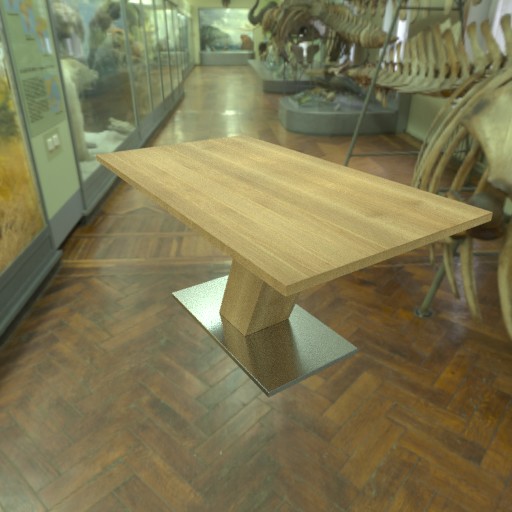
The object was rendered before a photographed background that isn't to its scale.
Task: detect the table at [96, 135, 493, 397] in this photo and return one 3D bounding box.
[{"bbox_3d":[0.000,0.000,2.070,0.900,0.750,1.600,-17,31,-30],"label":"table"}]
